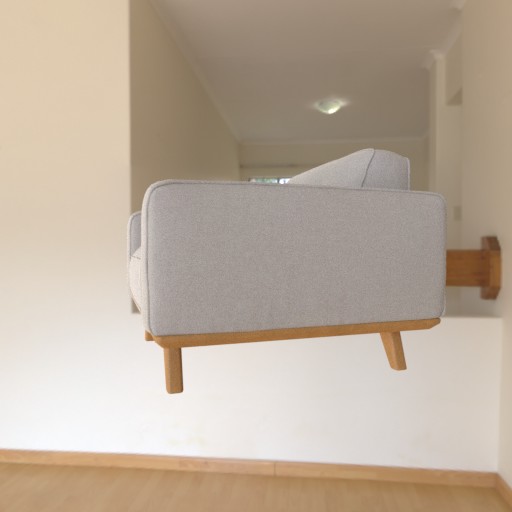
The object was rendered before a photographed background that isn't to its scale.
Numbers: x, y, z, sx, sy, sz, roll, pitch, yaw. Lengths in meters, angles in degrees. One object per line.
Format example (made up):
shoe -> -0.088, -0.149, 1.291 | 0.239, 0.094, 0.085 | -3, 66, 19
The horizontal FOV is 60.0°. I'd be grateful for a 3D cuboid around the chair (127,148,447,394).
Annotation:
chair -> 0.000, 0.000, 1.770 | 0.953, 0.779, 1.115 | 0, 1, -19
